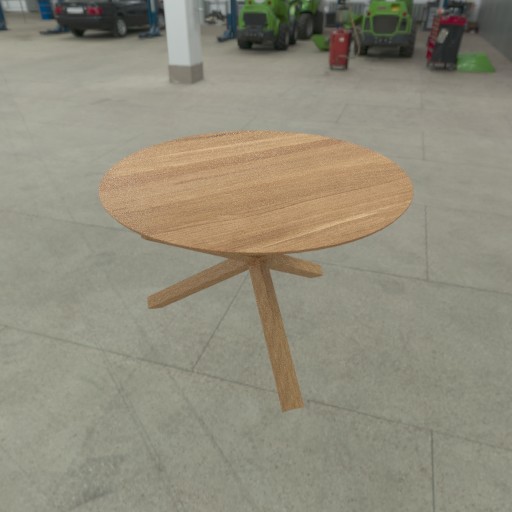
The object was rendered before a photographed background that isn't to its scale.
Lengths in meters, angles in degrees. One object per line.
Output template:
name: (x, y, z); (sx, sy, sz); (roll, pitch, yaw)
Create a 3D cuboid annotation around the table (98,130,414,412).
table: (0.000, 0.000, 1.700); (1.038, 0.666, 1.038); (0, 32, 0)
